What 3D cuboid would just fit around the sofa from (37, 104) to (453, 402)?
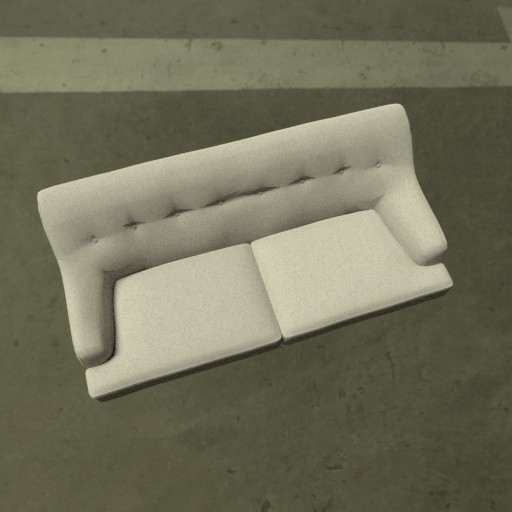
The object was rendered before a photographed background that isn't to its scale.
[{"bbox_3d":[0.000,0.000,2.484,2.057,0.871,0.978,-16,64,-8],"label":"sofa"}]
